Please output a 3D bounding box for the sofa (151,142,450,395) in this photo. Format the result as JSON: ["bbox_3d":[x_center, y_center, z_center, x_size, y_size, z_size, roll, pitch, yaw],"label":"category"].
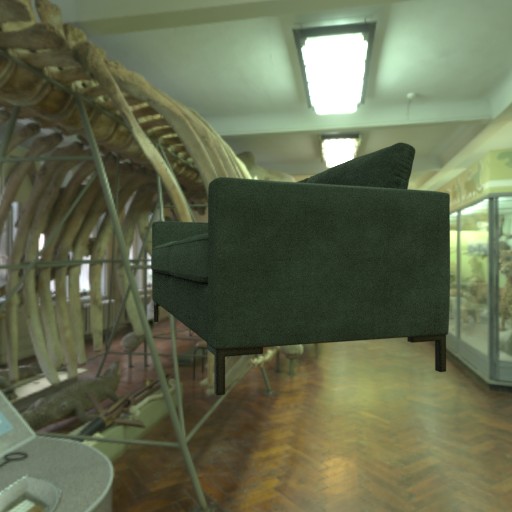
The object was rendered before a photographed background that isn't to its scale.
[{"bbox_3d":[0.000,0.000,2.168,0.875,0.817,1.676,0,0,-19],"label":"sofa"}]
